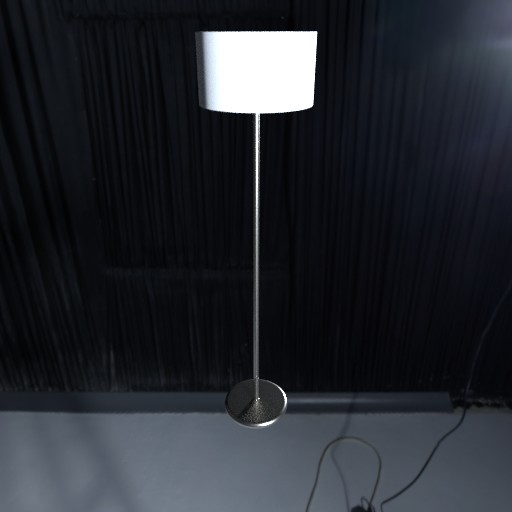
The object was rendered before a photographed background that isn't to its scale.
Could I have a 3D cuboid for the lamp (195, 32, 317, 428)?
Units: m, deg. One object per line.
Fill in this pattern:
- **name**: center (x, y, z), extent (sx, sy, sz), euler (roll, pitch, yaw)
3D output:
- **lamp**: center (0.000, 0.000, 1.598), extent (0.347, 1.443, 0.347), euler (0, 27, 0)
